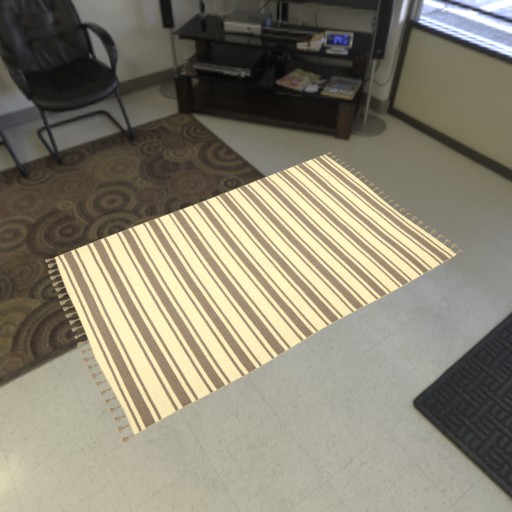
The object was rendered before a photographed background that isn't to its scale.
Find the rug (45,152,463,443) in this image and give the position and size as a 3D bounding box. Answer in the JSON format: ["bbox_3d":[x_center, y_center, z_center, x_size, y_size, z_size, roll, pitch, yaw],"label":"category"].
[{"bbox_3d":[0.000,0.000,2.548,2.096,0.011,1.229,-24,51,-22],"label":"rug"}]
